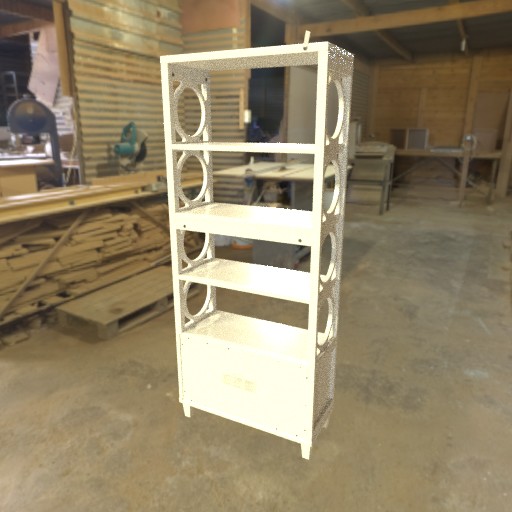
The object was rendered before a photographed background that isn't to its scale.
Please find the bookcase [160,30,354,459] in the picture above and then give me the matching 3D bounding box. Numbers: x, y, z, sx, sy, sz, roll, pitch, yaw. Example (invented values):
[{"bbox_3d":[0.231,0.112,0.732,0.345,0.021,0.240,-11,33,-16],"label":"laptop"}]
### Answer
[{"bbox_3d":[0.000,0.000,2.146,0.761,1.869,0.361,8,18,26],"label":"bookcase"}]
